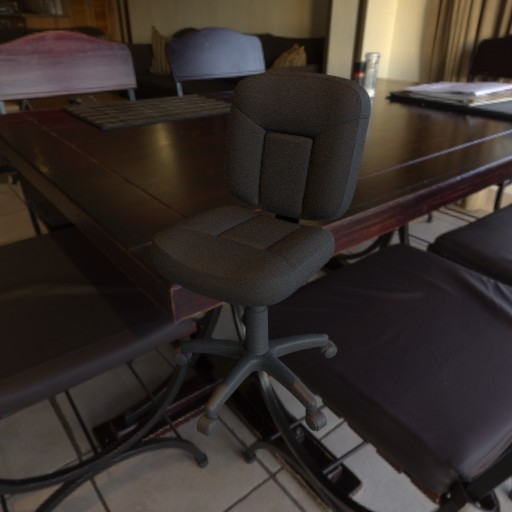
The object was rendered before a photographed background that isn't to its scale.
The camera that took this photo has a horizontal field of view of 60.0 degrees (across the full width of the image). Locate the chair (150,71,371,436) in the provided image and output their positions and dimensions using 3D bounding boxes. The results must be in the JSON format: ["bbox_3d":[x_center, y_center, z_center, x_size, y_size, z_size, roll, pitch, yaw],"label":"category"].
[{"bbox_3d":[0.000,0.000,1.330,0.610,0.972,0.610,17,33,28],"label":"chair"}]
